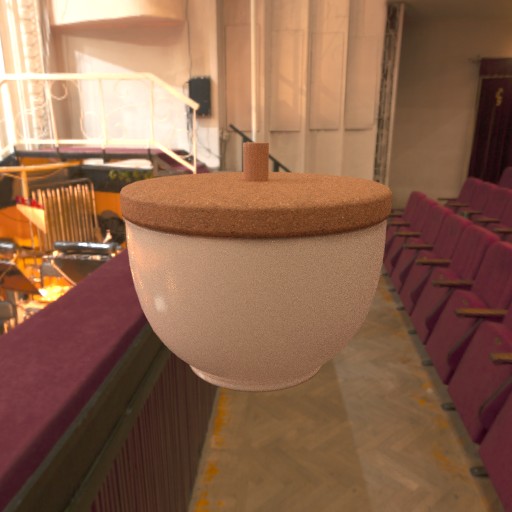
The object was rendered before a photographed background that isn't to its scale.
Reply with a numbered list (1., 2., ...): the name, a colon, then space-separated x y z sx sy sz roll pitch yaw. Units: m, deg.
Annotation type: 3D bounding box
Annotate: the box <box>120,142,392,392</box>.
1. box: 0.000 0.000 0.189 0.107 0.094 0.107 0 16 0
